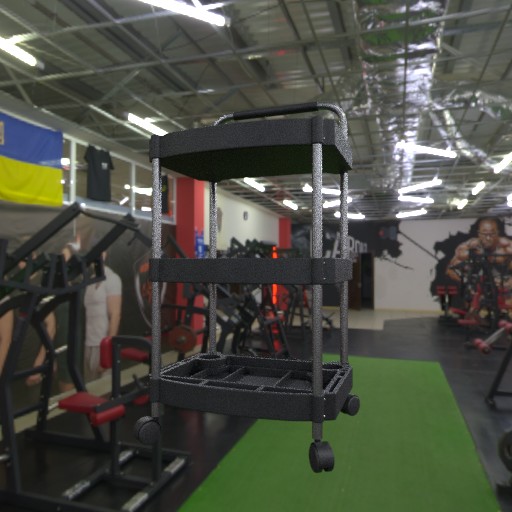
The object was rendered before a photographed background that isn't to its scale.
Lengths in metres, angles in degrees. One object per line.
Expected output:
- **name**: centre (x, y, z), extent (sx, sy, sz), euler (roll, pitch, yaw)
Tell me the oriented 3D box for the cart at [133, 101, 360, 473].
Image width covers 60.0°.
- **cart**: centre (0.000, 0.000, 1.399), extent (0.584, 1.075, 0.518), euler (0, -1, 20)
